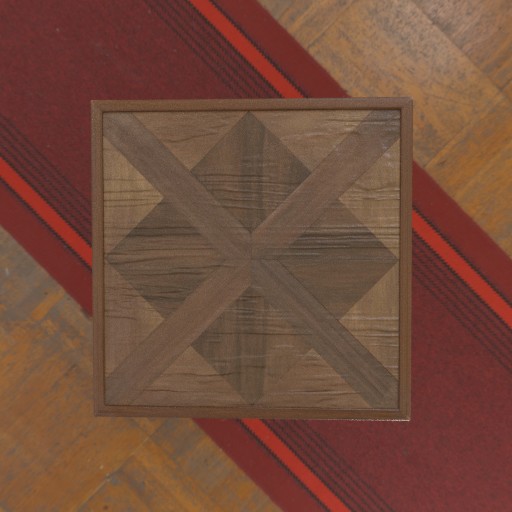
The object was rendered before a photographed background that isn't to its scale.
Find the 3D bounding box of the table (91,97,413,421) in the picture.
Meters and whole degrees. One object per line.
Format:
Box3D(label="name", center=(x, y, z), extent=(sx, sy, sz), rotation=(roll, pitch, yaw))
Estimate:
Box3D(label="table", center=(0.000, 0.000, 0.974), extent=(0.503, 0.563, 0.503), rotation=(0, 91, 2))
